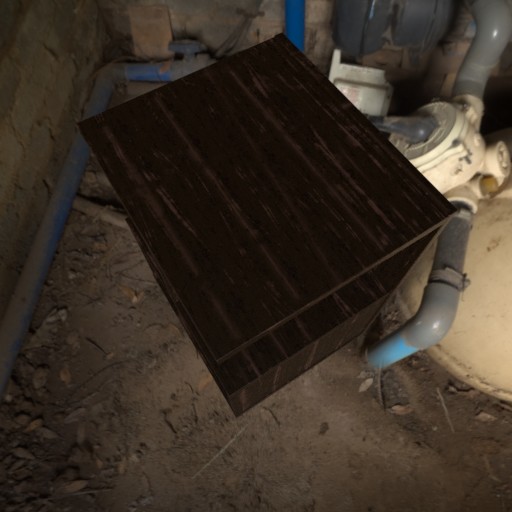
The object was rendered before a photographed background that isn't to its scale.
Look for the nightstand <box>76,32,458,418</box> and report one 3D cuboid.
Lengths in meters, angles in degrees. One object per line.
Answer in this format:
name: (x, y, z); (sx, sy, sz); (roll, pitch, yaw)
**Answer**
nightstand: (0.000, 0.000, 0.847); (0.356, 0.559, 0.400); (-30, 67, -14)
